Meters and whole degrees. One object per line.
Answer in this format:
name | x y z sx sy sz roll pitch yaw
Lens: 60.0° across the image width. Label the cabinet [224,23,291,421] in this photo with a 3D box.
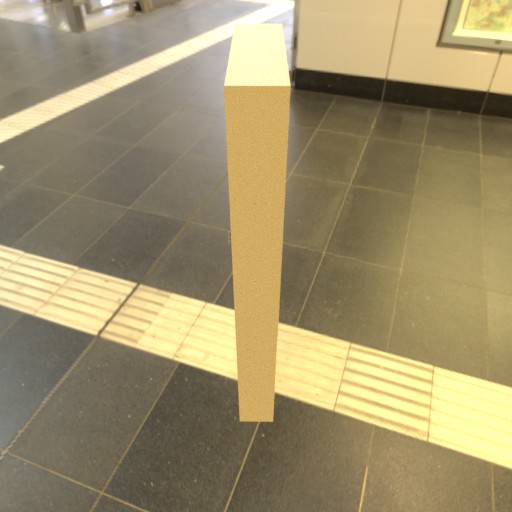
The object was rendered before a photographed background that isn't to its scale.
cabinet | 0.000 0.000 2.014 0.192 1.770 0.643 0 41 0
